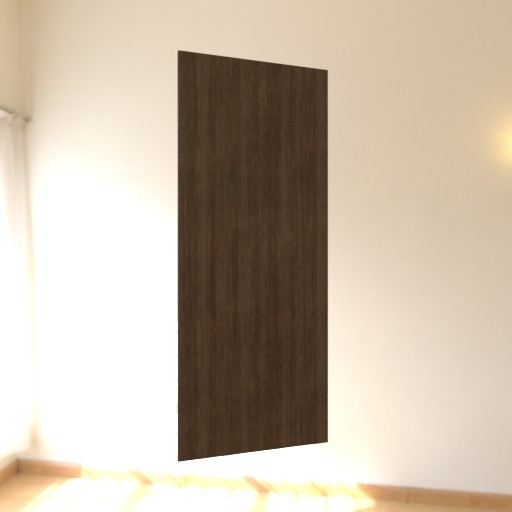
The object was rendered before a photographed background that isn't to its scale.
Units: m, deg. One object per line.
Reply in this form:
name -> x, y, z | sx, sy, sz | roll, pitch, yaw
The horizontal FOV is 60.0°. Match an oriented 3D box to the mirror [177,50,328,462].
mirror -> 0.000, 0.000, 2.315 | 0.812, 2.032, 0.025 | 0, 0, -17
